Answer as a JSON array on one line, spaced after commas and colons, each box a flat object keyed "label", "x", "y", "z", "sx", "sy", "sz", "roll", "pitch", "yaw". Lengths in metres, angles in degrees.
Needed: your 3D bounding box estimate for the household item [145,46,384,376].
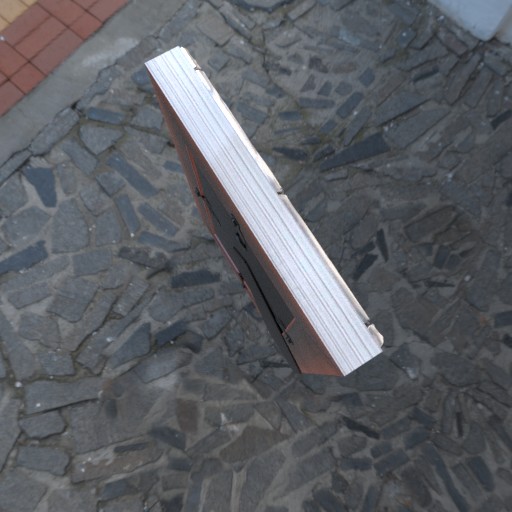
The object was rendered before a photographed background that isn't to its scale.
[{"label": "household item", "x": 0.000, "y": 0.000, "z": 0.294, "sx": 0.025, "sy": 0.216, "sz": 0.165, "roll": -31, "pitch": 78, "yaw": -7}]
